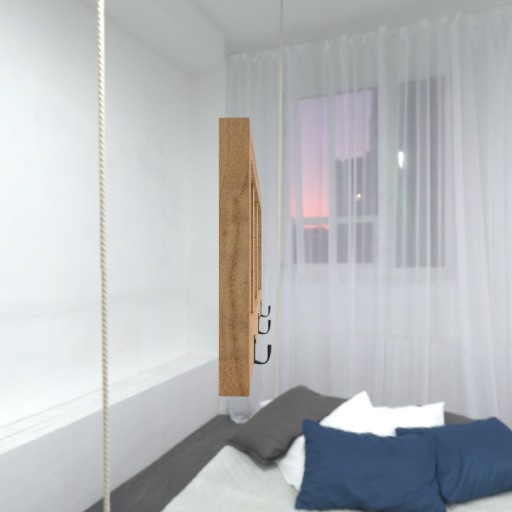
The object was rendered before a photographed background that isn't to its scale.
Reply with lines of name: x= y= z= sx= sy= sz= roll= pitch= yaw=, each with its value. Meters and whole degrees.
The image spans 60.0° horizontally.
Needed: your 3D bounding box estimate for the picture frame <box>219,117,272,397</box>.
picture frame: x=0.000 y=0.000 z=0.662 sx=0.045 sy=0.234 sz=0.582 roll=0 pitch=0 yaw=2
